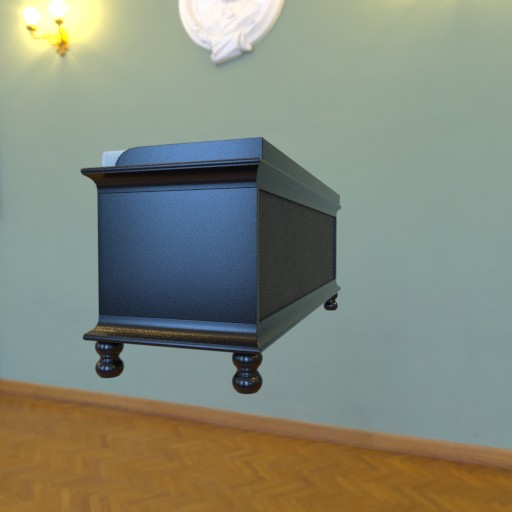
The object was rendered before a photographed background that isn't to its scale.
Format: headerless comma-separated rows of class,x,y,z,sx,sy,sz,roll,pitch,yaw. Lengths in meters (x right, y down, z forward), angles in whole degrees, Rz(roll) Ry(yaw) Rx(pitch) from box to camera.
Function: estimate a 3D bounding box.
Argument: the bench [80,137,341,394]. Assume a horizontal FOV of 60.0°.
bench,0.000,0.000,1.453,0.402,0.501,1.185,1,2,18
